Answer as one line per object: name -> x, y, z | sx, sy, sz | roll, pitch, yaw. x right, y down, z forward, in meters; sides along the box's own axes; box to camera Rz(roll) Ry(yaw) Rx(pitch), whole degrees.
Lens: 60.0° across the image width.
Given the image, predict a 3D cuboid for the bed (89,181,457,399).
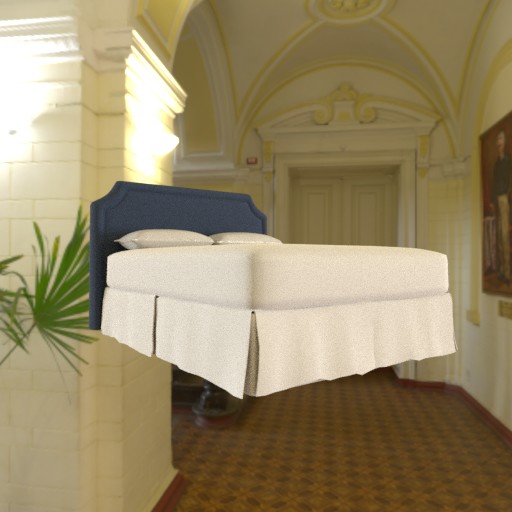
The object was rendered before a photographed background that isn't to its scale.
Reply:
bed -> 0.000, 0.000, 3.339 | 1.831, 1.297, 2.260 | 0, 0, -36
